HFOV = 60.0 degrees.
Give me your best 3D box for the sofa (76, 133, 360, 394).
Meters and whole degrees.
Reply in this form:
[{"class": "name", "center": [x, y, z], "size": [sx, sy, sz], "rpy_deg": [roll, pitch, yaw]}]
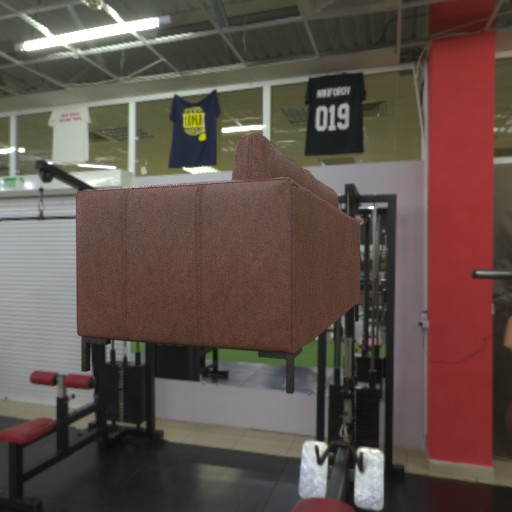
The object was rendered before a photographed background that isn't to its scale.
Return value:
[{"class": "sofa", "center": [0.000, 0.000, 2.357], "size": [0.899, 0.883, 1.797], "rpy_deg": [0, 0, 20]}]
